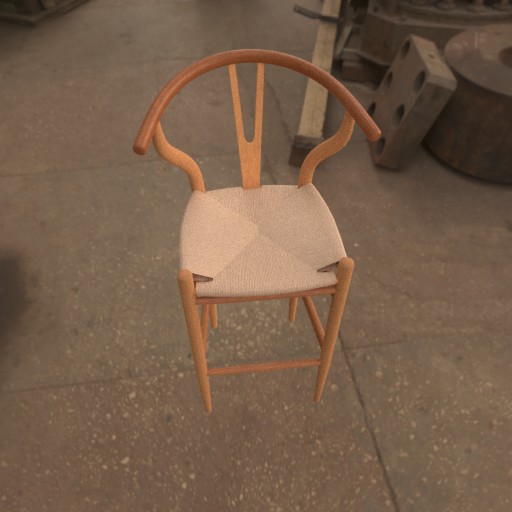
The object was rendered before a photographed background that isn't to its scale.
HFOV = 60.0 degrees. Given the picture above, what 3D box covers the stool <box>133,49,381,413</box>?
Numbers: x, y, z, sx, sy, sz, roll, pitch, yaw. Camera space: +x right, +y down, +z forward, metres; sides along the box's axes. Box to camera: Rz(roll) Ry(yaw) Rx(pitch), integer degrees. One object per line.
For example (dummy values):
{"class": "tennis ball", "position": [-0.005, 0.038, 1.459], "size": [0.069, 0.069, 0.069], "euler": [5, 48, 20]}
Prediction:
{"class": "stool", "position": [0.000, 0.000, 1.407], "size": [0.574, 1.068, 0.561], "euler": [-4, 47, -4]}
